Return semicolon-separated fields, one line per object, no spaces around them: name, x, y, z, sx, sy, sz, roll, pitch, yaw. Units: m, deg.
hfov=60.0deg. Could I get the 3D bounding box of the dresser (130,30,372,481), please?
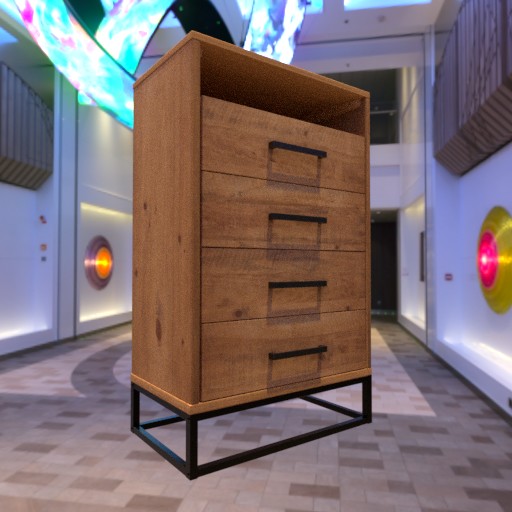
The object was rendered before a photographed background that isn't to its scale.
dresser;0.000;0.000;1.614;0.761;1.240;0.479;1;-2;-36
